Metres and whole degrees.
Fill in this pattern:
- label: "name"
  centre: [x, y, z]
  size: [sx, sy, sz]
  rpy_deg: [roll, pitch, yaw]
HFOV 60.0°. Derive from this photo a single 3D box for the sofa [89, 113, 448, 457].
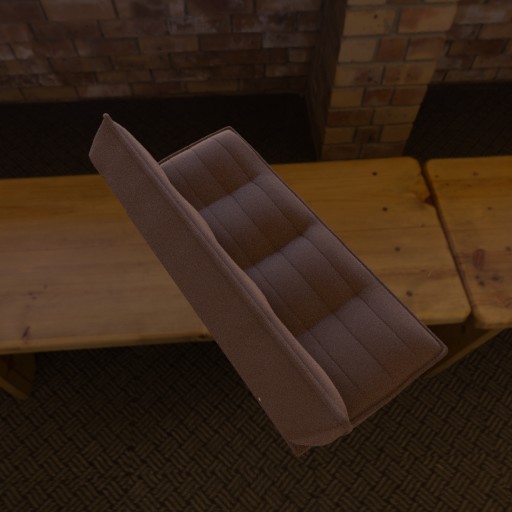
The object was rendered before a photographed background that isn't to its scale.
- label: "sofa"
  centre: [0.000, 0.000, 2.390]
  size: [0.950, 0.890, 1.940]
  rpy_deg: [-31, 63, -18]
